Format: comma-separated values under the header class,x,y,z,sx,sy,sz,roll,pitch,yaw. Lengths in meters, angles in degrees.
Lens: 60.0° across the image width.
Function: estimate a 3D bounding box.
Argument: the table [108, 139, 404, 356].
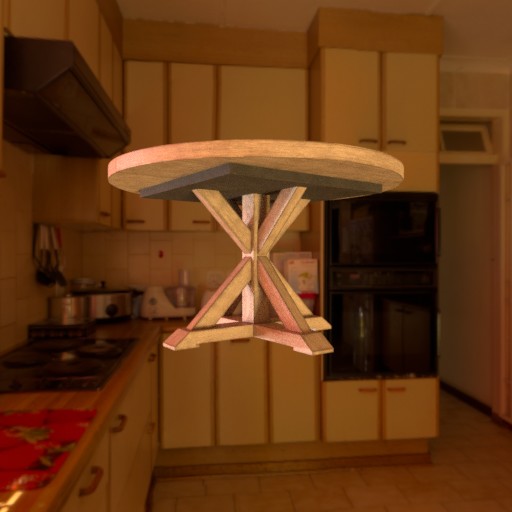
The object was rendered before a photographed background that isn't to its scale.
class,x,y,z,sx,sy,sz,roll,pitch,yaw
table,0.000,0.000,2.149,1.363,0.781,1.363,0,0,0
